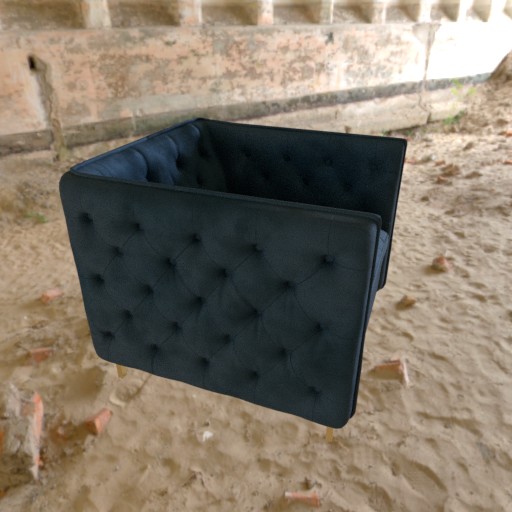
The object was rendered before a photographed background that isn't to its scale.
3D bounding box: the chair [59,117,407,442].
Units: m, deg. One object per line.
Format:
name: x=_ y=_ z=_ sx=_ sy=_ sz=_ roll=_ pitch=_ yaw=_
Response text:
chair: x=0.000 y=0.000 z=1.572 sx=0.877 sy=0.771 sz=0.868 roll=10 pitch=30 yaw=18
